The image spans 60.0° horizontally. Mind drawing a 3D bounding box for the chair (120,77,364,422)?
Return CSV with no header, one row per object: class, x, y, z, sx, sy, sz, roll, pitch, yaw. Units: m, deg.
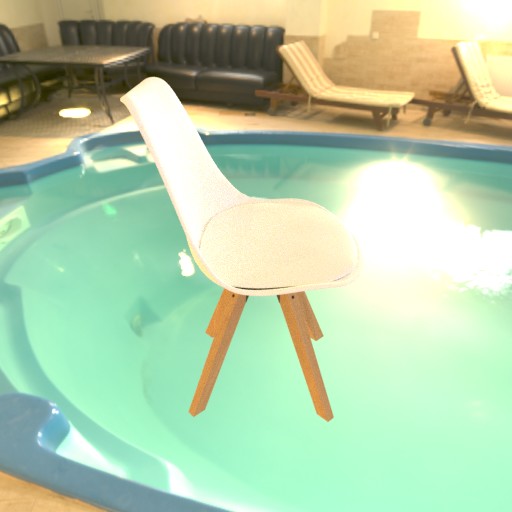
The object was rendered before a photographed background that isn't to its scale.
chair,0.000,0.000,1.170,0.550,0.849,0.485,1,32,2
